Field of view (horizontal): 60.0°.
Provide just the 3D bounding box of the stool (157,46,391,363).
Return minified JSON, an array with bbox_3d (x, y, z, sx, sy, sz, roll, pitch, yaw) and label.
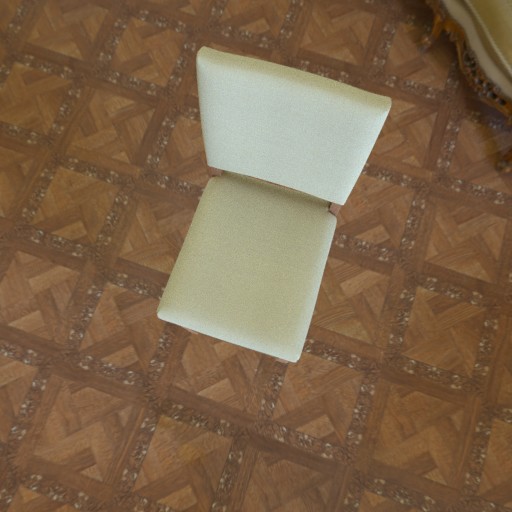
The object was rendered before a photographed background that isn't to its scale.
[{"bbox_3d":[0.000,0.000,1.453,0.445,1.168,0.584,17,76,4],"label":"stool"}]
